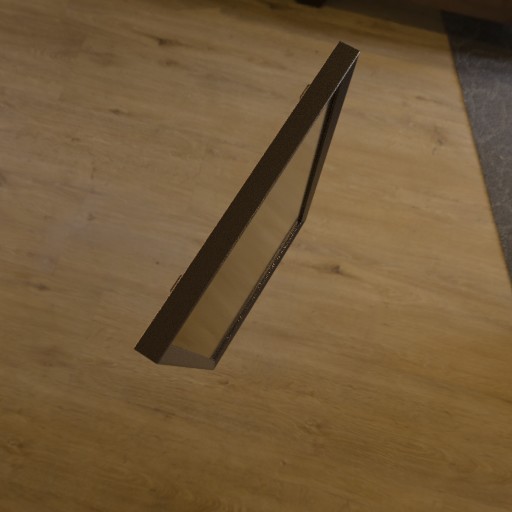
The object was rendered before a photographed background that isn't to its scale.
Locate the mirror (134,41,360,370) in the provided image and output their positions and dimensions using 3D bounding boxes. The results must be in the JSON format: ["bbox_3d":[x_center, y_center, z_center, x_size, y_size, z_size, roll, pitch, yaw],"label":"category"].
[{"bbox_3d":[0.000,0.000,0.919,0.039,0.710,0.507,31,77,8],"label":"mirror"}]
